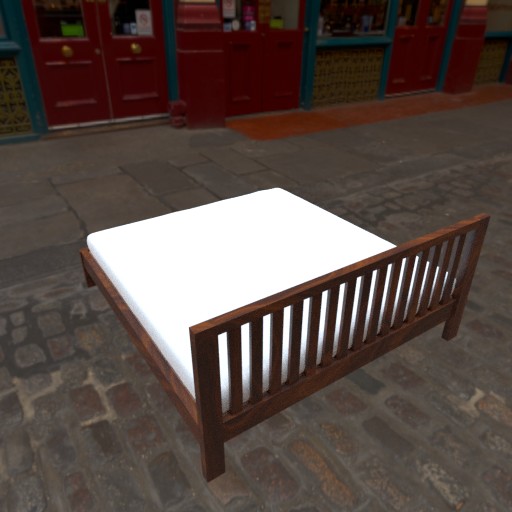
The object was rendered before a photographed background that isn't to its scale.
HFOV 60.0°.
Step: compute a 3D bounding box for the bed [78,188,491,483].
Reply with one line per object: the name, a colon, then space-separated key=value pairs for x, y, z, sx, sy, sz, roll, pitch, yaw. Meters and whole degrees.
bed: x=0.000 y=0.000 z=3.052 sx=1.905 sy=0.890 sz=2.030 roll=-18 pitch=34 yaw=-29
